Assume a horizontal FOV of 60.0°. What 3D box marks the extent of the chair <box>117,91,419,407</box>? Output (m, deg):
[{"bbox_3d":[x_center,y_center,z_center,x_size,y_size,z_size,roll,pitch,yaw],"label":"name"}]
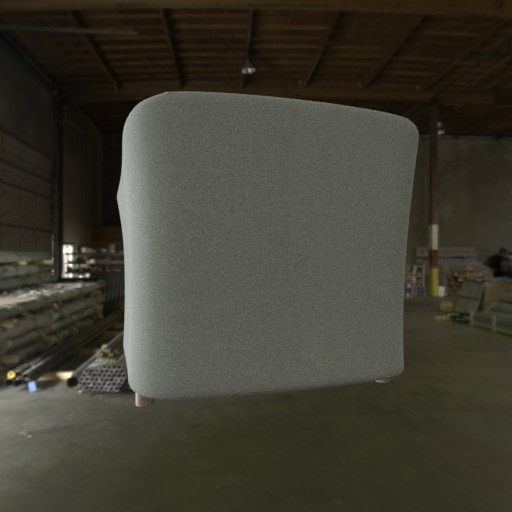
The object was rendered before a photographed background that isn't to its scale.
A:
[{"bbox_3d":[0.000,0.000,1.327,0.790,0.720,0.700,0,0,-18],"label":"chair"}]
